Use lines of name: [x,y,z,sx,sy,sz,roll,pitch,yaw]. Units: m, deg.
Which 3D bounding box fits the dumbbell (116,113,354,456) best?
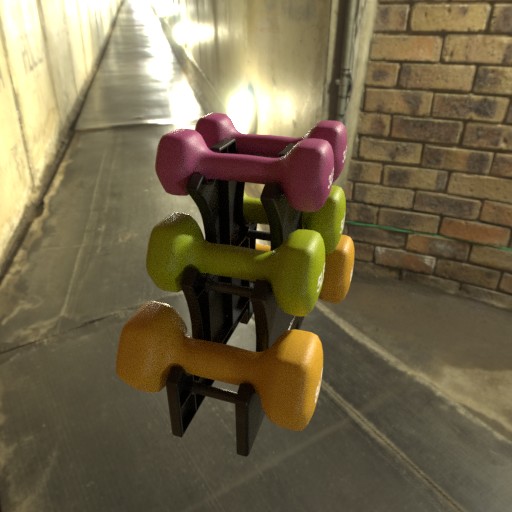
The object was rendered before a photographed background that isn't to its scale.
dumbbell: [0.000,0.000,0.477,0.190,0.271,0.300,9,30,16]
